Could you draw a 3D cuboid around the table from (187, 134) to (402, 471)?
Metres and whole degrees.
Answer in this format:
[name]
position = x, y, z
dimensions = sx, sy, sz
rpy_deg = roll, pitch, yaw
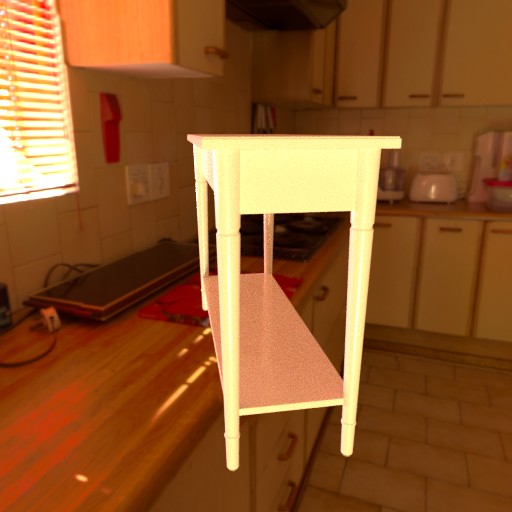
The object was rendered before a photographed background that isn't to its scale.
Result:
[table]
position = 0.000, 0.000, 1.423
dimensions = 0.381, 0.749, 1.067
rpy_deg = -3, 16, -10
